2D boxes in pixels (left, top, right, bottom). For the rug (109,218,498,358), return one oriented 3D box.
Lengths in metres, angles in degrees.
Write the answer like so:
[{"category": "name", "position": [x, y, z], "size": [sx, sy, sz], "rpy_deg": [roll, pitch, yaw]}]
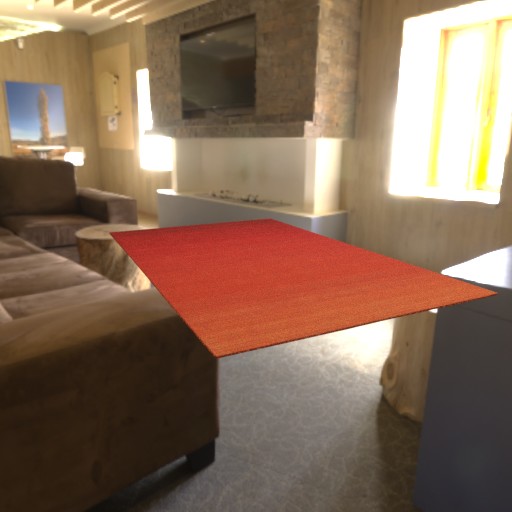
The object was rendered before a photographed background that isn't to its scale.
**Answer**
[{"category": "rug", "position": [0.000, 0.000, 2.969], "size": [1.531, 0.010, 2.442], "rpy_deg": [-7, 16, -25]}]
